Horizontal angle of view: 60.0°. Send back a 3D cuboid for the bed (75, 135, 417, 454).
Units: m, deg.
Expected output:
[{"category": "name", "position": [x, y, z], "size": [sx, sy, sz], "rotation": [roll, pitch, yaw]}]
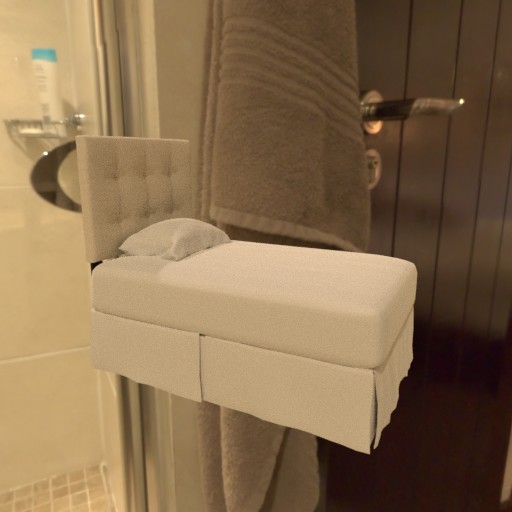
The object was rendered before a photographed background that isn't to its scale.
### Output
[{"category": "bed", "position": [0.000, 0.000, 2.983], "size": [1.997, 1.571, 1.261], "rotation": [7, 14, 27]}]
